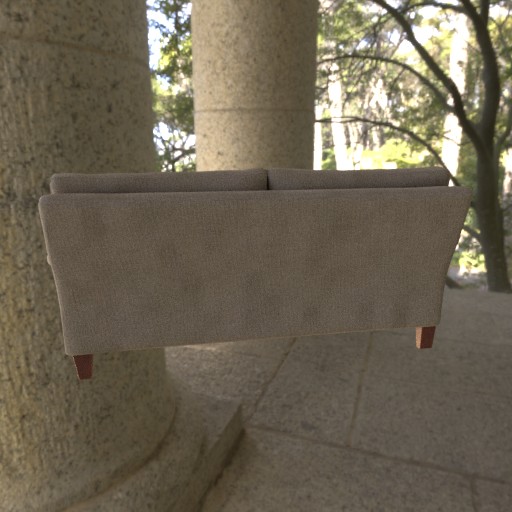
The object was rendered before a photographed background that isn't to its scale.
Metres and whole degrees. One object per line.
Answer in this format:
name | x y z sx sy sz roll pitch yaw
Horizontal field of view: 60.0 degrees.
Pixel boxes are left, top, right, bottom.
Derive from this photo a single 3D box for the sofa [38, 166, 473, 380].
sofa | 0.000 0.000 2.719 2.193 1.096 1.069 -3 15 -10
